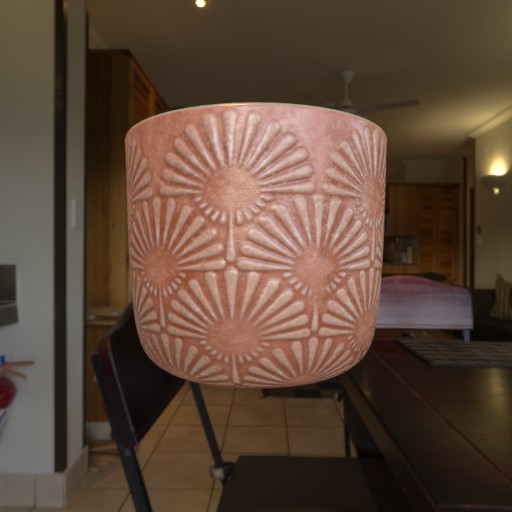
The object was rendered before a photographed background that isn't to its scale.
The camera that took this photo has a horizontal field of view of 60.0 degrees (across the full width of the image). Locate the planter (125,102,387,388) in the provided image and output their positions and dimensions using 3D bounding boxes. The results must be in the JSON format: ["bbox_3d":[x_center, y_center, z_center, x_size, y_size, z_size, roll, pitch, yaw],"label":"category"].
[{"bbox_3d":[0.000,0.000,0.218,0.124,0.109,0.124,0,0,0],"label":"planter"}]
